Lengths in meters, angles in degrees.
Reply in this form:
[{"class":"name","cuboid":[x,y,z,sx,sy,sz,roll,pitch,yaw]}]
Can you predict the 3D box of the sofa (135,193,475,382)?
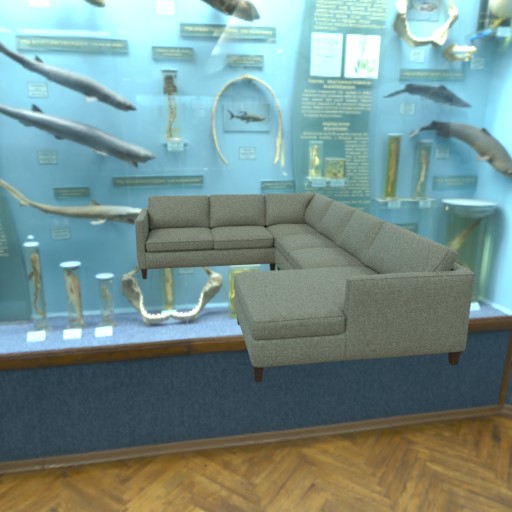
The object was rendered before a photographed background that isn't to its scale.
[{"class":"sofa","cuboid":[0.000,0.000,4.490,2.551,0.889,3.403,-2,15,-9]}]
